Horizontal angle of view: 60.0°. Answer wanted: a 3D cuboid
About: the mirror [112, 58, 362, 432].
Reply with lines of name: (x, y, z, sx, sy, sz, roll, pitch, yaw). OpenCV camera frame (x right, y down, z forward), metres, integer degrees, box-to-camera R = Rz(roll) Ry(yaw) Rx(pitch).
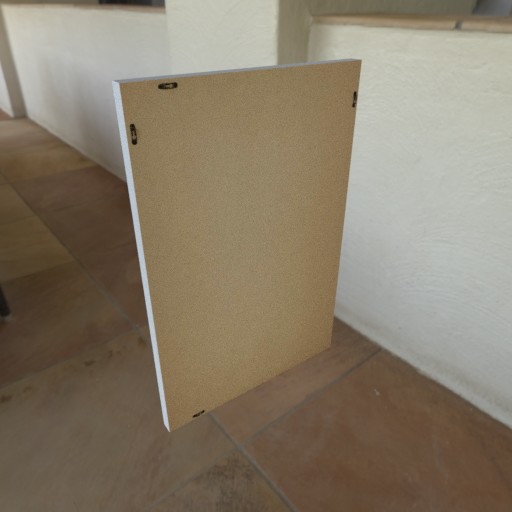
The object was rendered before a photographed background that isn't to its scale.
mirror: (0.000, 0.000, 1.166, 0.609, 0.915, 0.040, -19, 35, -30)
